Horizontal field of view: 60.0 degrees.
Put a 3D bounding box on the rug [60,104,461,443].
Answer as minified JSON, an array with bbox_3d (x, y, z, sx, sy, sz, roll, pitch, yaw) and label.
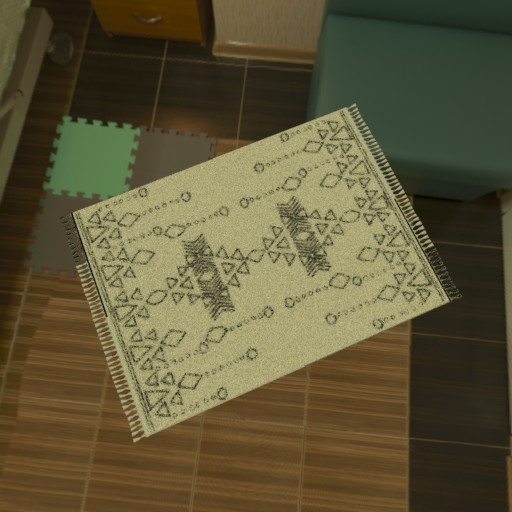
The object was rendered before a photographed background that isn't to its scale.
[{"bbox_3d":[0.000,0.000,3.032,2.312,0.013,1.600,-22,76,-6],"label":"rug"}]
